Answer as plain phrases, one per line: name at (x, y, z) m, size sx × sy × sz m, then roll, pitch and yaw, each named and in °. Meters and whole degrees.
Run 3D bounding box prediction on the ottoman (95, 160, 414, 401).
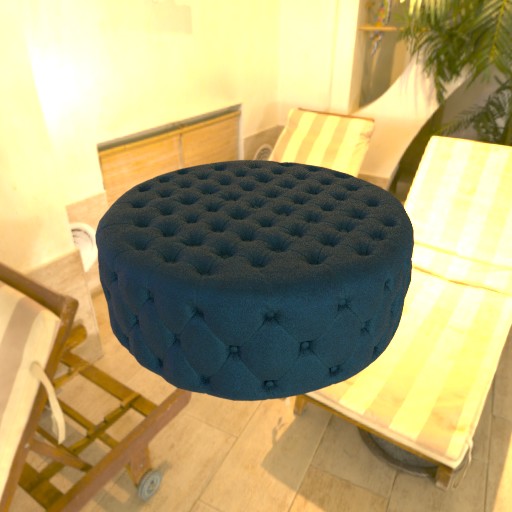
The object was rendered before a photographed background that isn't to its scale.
ottoman at (0.000, 0.000, 1.488) m, size 0.998 × 0.398 × 0.998 m, roll 0°, pitch 30°, yaw 0°
